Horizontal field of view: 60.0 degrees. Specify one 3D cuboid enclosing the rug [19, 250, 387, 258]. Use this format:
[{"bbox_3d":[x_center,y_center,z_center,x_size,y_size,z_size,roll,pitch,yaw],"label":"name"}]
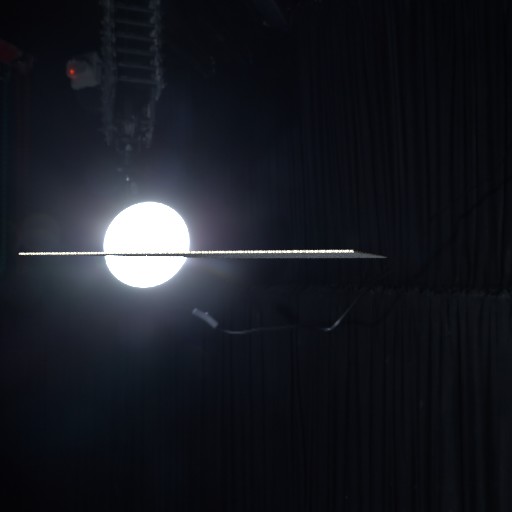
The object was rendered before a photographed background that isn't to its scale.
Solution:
[{"bbox_3d":[0.000,0.000,2.848,1.522,0.008,2.284,0,-1,19],"label":"rug"}]
